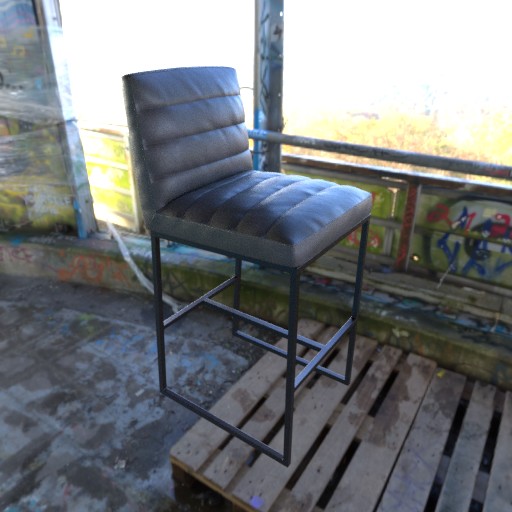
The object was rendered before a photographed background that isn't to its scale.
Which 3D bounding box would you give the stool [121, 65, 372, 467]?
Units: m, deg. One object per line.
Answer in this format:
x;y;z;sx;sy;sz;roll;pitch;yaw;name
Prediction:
0.000;0.000;1.373;0.562;1.065;0.463;17;31;31;stool
